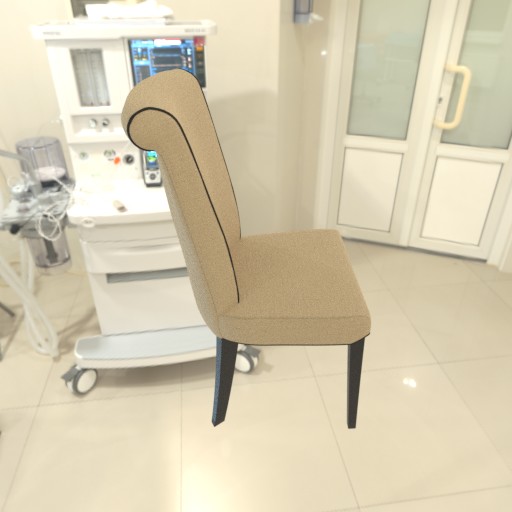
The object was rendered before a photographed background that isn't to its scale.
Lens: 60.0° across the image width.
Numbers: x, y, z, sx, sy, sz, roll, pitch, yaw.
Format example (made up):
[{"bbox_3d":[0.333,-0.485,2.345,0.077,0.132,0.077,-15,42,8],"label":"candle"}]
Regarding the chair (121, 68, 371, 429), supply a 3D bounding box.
[{"bbox_3d":[0.000,0.000,1.346,0.623,0.997,0.522,-1,31,-1],"label":"chair"}]
